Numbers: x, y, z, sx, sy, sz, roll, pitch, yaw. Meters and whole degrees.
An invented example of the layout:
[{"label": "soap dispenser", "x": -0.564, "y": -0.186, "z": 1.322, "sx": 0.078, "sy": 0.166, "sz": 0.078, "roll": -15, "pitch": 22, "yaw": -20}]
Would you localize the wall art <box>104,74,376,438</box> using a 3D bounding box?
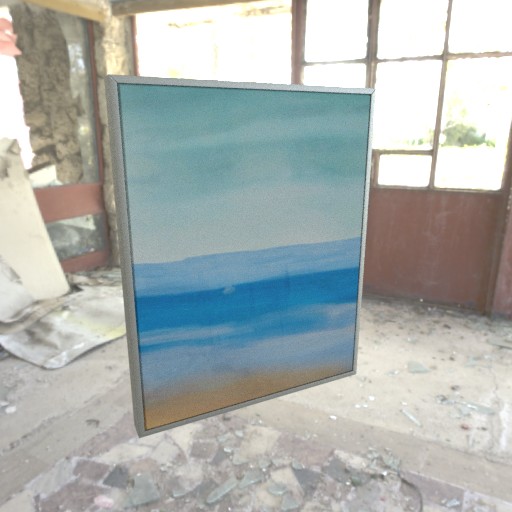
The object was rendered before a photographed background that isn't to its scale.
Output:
[{"label": "wall art", "x": 0.000, "y": 0.000, "z": 0.759, "sx": 0.445, "sy": 0.553, "sz": 0.039, "roll": -8, "pitch": 18, "yaw": -25}]
